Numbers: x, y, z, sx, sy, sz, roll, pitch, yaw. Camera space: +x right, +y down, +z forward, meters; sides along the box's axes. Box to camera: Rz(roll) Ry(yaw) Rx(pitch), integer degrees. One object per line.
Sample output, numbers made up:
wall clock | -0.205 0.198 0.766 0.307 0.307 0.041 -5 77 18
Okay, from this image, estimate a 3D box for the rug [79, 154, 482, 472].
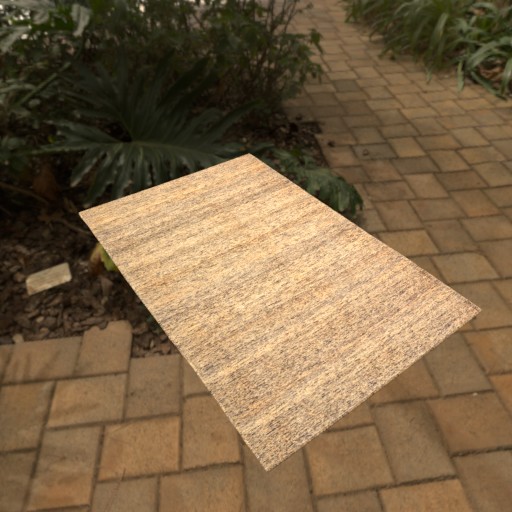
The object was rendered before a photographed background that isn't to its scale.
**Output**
rug | 0.000 0.000 2.315 1.243 0.014 1.846 -25 47 -26
